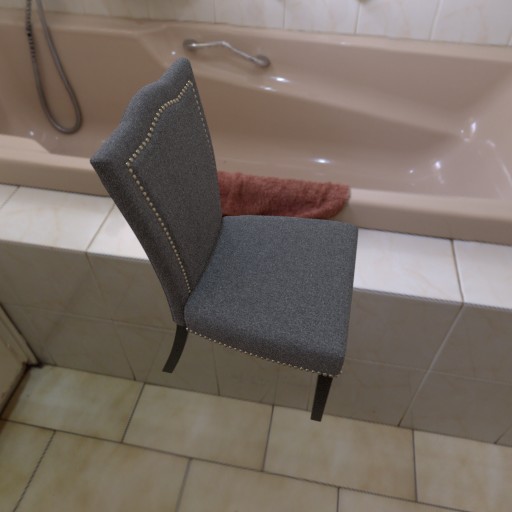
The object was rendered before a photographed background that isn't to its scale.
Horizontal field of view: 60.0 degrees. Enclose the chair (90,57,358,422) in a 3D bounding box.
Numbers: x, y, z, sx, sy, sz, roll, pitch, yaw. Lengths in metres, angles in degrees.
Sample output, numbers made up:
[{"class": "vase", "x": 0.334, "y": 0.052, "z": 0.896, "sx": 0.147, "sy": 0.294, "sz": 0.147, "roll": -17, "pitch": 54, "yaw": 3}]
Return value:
[{"class": "chair", "x": 0.000, "y": 0.000, "z": 1.294, "sx": 0.589, "sy": 0.946, "sz": 0.518, "roll": 10, "pitch": 47, "yaw": 9}]
